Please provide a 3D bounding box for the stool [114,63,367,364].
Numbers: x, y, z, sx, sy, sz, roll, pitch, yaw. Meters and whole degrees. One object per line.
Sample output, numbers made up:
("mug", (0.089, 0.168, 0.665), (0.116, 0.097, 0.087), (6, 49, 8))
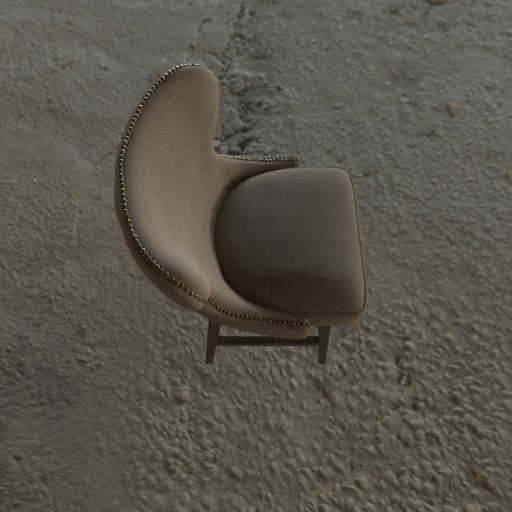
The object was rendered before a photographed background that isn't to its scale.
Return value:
("stool", (0.000, 0.000, 1.354), (0.597, 0.972, 0.615), (0, 64, 0))
